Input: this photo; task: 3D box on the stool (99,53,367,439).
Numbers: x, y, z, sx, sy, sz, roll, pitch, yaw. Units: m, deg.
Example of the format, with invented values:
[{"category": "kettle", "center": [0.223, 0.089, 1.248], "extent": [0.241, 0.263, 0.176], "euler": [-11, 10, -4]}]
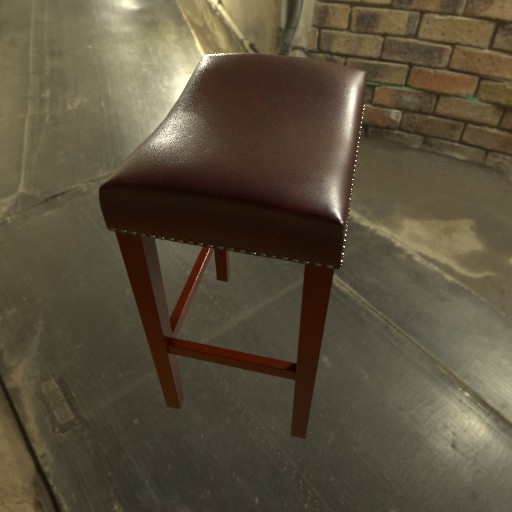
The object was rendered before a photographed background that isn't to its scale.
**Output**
[{"category": "stool", "center": [0.000, 0.000, 1.023], "extent": [0.372, 0.742, 0.504], "euler": [10, 47, 9]}]
